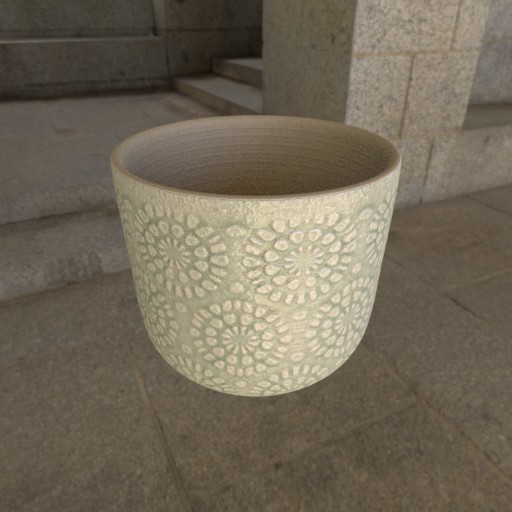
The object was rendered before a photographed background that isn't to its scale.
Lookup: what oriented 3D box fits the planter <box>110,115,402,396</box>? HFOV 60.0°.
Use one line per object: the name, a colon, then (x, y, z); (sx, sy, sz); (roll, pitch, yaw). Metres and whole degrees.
planter: (0.000, 0.000, 0.304); (0.169, 0.153, 0.169); (0, 30, 0)
